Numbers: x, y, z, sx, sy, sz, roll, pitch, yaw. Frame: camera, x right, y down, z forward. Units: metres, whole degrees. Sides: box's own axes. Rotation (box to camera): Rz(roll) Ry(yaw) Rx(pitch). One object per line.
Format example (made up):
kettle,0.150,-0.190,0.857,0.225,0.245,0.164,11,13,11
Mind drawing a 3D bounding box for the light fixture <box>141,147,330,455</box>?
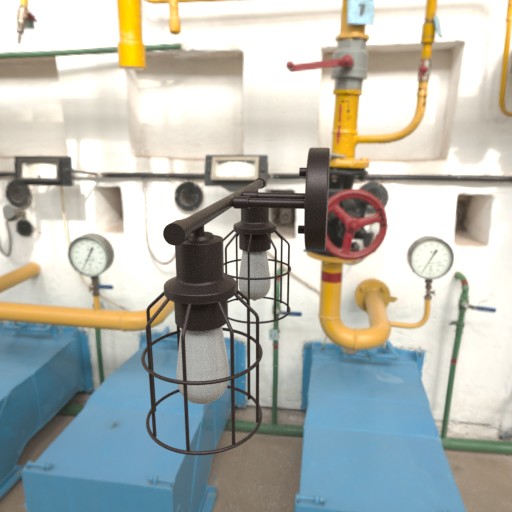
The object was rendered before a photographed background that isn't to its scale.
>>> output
light fixture,0.000,0.000,0.534,0.165,0.254,0.406,3,15,9
